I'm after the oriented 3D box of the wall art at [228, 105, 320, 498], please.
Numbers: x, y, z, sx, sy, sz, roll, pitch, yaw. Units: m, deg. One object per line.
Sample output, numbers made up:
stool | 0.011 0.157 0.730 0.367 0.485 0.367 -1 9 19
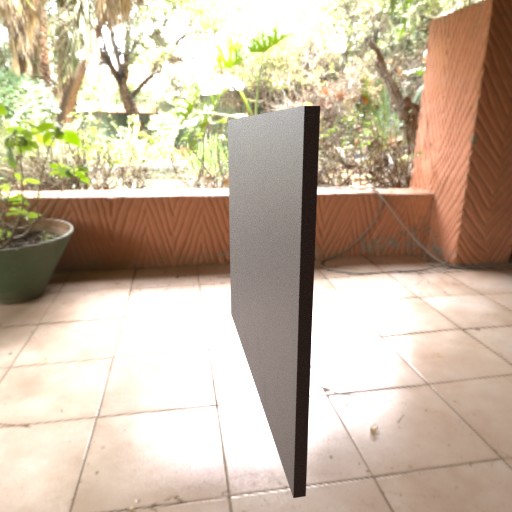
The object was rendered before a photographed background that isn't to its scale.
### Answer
wall art | 0.000 0.000 1.578 0.034 0.952 1.207 -3 16 -10
